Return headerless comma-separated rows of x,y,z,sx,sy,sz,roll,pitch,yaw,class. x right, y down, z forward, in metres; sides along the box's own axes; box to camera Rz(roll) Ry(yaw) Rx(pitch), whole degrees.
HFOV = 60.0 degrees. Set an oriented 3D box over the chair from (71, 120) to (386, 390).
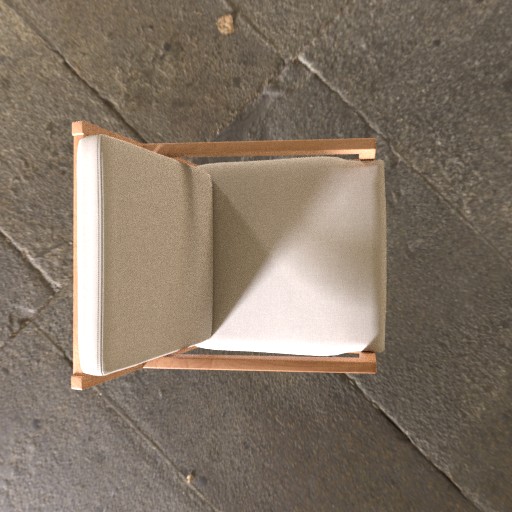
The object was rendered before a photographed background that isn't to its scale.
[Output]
0.000,0.000,1.355,0.857,0.790,0.622,0,90,0,chair
